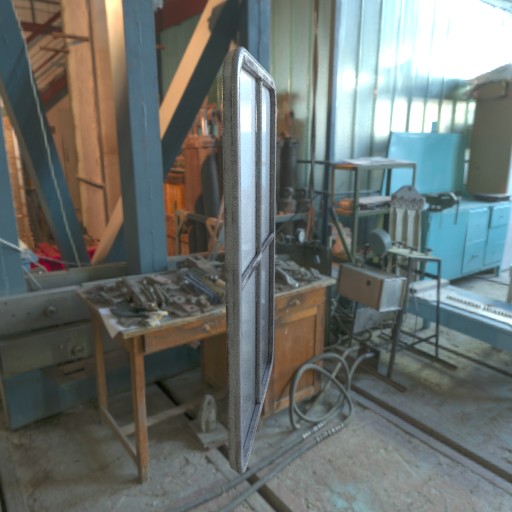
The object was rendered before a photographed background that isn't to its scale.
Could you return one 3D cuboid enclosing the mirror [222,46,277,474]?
[{"bbox_3d":[0.000,0.000,0.892,0.024,0.713,0.461,2,15,9],"label":"mirror"}]
